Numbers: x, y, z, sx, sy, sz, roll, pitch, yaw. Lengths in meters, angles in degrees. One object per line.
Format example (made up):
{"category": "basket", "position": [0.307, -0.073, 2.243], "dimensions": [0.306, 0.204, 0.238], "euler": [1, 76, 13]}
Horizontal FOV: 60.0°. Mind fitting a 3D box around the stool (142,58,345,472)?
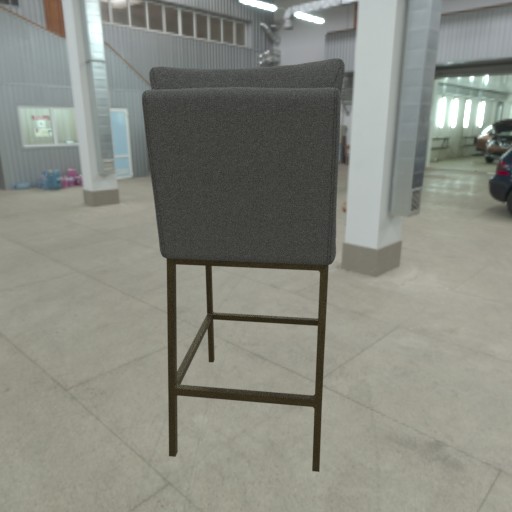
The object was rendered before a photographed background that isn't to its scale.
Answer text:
{"category": "stool", "position": [0.000, 0.000, 1.319], "dimensions": [0.463, 1.030, 0.569], "euler": [2, 17, 8]}
